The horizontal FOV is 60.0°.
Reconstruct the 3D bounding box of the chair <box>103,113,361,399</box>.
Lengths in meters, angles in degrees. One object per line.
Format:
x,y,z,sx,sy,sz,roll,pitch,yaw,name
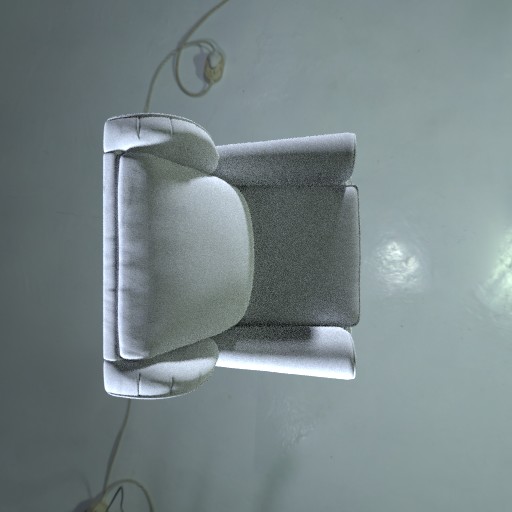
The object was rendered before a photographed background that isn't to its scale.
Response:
0.000,0.000,1.691,0.854,0.967,0.906,0,90,1,chair
